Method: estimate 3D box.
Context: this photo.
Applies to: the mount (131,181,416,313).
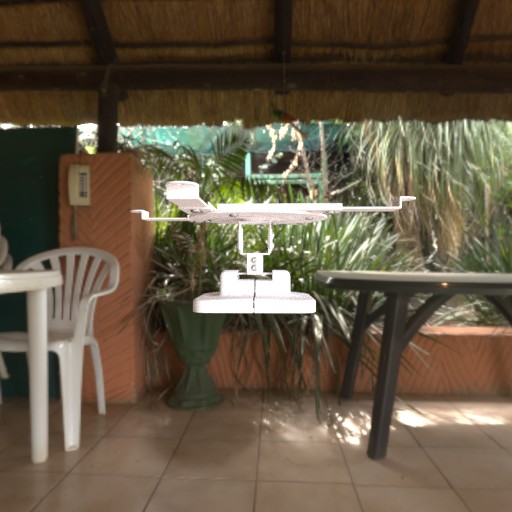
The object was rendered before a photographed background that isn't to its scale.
[{"bbox_3d":[0.000,0.000,0.617,0.394,0.141,0.394,0,0,1],"label":"mount"}]
